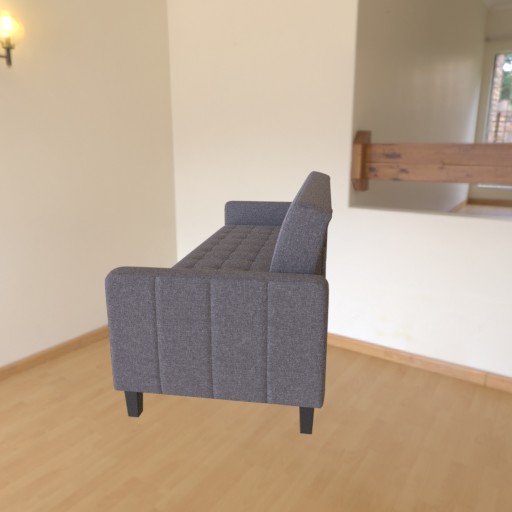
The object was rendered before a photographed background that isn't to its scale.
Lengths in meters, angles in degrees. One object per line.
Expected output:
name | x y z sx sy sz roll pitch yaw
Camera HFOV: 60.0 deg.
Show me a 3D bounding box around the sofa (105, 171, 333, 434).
sofa | 0.000 0.000 2.510 0.810 0.850 2.040 2 15 9
